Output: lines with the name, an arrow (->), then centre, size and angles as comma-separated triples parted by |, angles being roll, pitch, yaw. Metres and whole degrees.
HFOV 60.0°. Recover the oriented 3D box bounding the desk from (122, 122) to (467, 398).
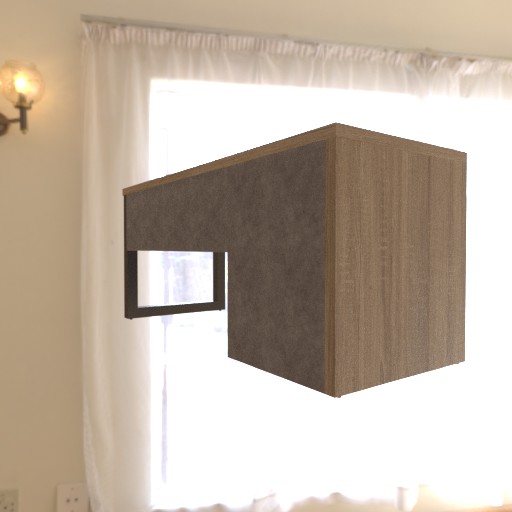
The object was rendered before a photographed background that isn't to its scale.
desk -> 0.000, 0.000, 2.093 | 0.690, 0.760, 1.700 | -1, 1, -36
